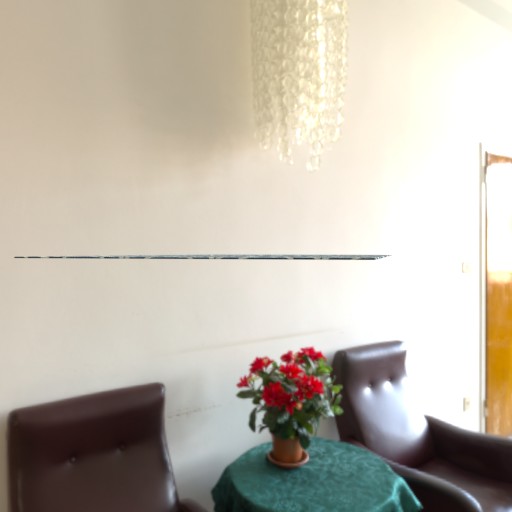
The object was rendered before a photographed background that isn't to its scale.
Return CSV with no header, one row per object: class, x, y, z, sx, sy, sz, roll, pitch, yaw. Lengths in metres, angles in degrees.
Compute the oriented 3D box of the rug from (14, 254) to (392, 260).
rug,0.000,0.000,4.282,2.438,0.010,3.353,0,0,19
